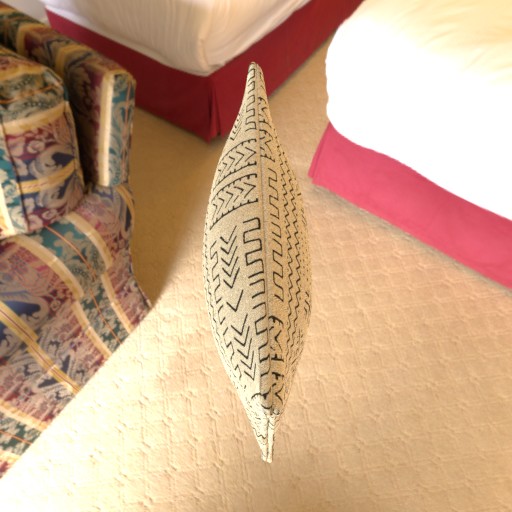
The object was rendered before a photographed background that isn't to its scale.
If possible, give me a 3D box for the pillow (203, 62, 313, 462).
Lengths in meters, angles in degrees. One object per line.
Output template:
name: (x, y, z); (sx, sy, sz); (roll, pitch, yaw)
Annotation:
pillow: (0.000, 0.000, 0.794); (0.188, 0.352, 0.637); (-1, 58, -1)
